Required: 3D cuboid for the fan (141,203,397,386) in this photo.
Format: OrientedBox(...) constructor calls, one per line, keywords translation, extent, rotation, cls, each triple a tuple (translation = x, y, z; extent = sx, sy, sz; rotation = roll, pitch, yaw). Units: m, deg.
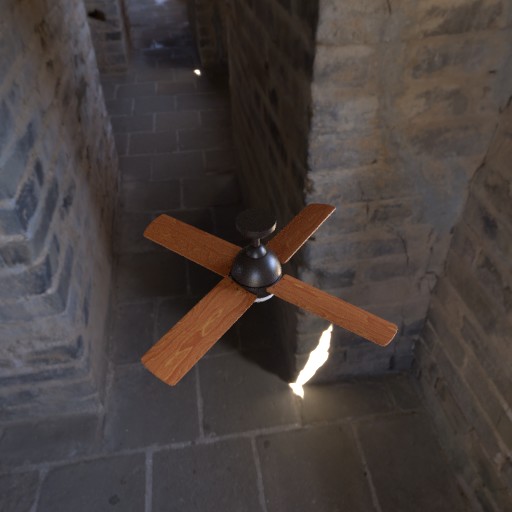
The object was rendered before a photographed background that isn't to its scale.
OrientedBox(translation=(0.000, 0.000, 1.985), extent=(1.332, 0.403, 1.332), rotation=(24, 47, 25), cls="fan")
